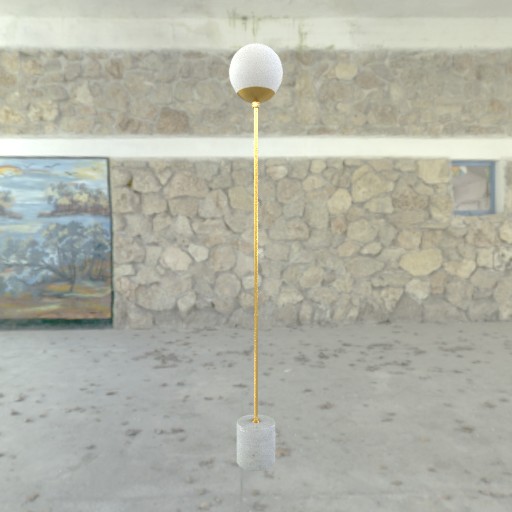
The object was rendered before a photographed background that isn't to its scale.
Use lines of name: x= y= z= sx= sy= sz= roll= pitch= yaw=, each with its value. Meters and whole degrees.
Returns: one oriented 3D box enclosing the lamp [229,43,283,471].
lamp: x=0.000 y=0.000 z=1.869 sx=0.224 sy=1.753 sz=0.224 roll=0 pitch=1 yaw=-1
